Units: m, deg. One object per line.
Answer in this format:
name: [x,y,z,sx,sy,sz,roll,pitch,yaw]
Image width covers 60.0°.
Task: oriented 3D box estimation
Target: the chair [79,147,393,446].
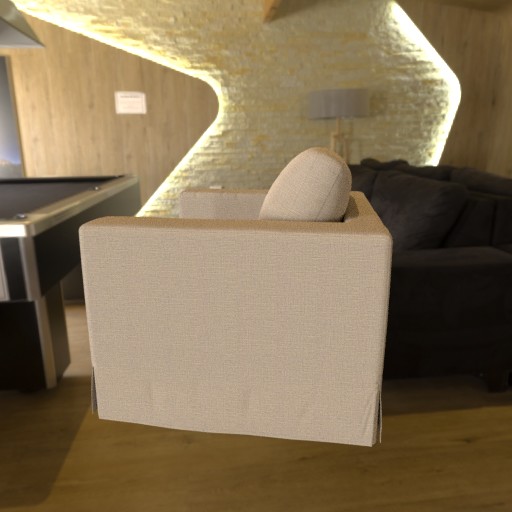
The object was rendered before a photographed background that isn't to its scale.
chair: [0.000,0.000,1.847,0.957,0.878,1.150,2,15,9]
